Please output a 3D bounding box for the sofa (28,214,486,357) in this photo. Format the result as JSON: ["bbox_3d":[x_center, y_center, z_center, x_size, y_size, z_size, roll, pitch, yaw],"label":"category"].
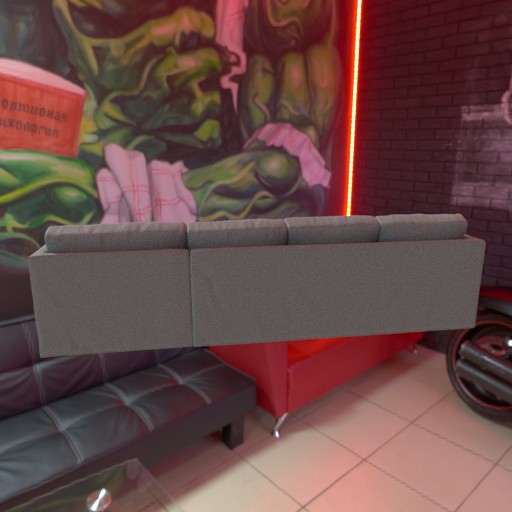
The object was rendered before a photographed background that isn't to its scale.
[{"bbox_3d":[0.000,0.000,3.837,3.177,0.867,1.622,-2,14,-9],"label":"sofa"}]
